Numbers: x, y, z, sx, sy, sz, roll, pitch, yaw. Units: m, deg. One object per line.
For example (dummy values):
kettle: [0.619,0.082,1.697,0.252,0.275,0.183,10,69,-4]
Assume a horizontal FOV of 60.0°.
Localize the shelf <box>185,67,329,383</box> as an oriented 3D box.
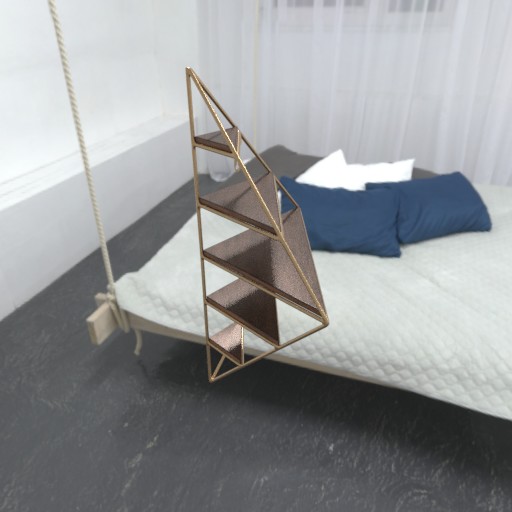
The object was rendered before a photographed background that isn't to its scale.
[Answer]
shelf: [0.000,0.000,1.155,0.294,0.913,0.564,-1,31,-1]
